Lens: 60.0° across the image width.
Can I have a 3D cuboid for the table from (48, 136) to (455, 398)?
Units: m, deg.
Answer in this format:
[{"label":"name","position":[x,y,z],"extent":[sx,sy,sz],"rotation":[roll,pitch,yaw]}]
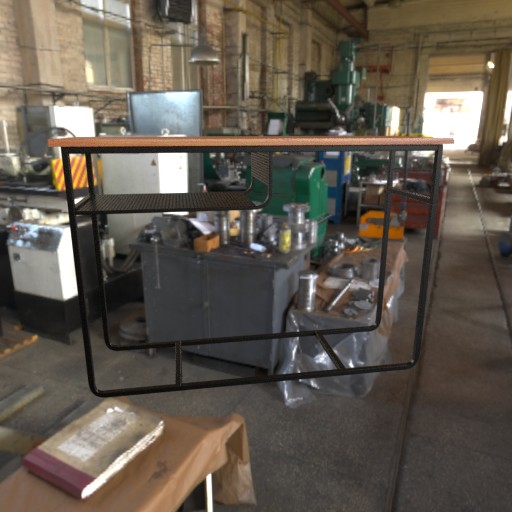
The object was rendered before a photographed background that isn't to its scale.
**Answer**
[{"label":"table","position":[0.000,0.000,1.449],"extent":[1.100,0.750,0.350],"rotation":[-3,16,-9]}]
